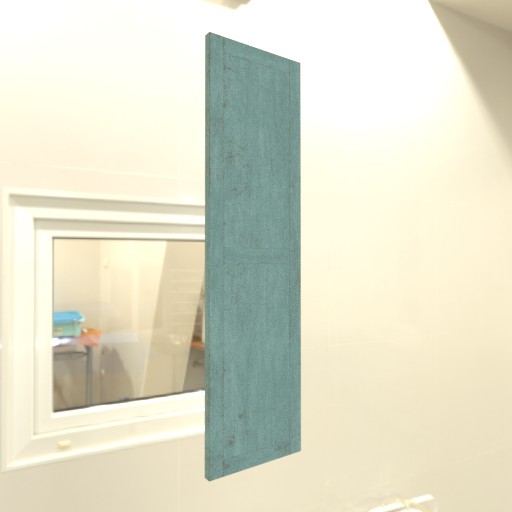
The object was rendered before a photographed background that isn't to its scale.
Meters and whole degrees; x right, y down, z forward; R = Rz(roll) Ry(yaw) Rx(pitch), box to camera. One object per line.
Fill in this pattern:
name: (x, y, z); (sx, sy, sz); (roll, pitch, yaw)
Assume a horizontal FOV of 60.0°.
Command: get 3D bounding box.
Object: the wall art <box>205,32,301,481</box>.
wall art: (0.000, 0.000, 1.305); (0.329, 1.219, 0.025); (0, -1, -36)
